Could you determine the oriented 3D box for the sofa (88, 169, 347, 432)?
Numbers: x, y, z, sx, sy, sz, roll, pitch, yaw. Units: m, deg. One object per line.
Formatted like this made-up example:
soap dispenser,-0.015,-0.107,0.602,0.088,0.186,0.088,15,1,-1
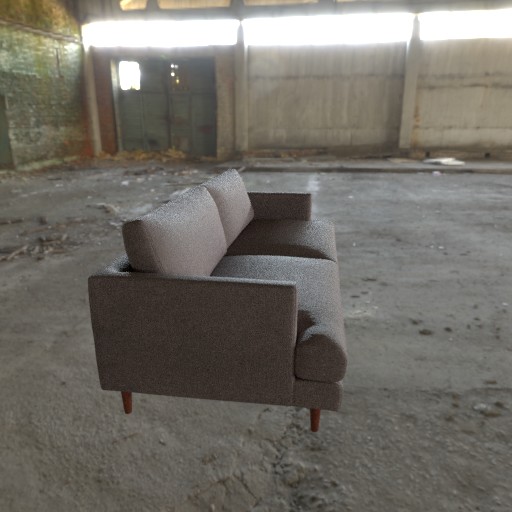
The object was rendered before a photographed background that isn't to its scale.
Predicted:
sofa,0.000,0.000,2.768,1.020,0.868,2.250,2,17,8
